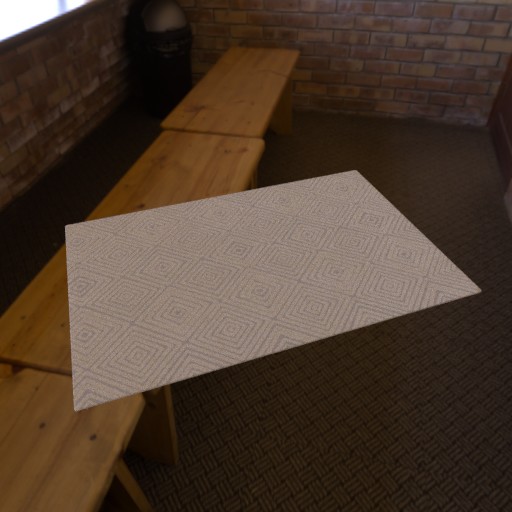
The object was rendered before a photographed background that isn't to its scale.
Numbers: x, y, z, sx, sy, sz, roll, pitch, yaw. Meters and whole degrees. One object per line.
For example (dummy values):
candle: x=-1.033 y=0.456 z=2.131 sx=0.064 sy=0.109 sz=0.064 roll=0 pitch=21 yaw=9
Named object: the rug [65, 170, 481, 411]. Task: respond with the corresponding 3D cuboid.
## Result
rug: x=0.000 y=0.000 z=2.181 sx=1.753 sy=0.008 sz=1.143 roll=-13 pitch=42 yaw=-15
